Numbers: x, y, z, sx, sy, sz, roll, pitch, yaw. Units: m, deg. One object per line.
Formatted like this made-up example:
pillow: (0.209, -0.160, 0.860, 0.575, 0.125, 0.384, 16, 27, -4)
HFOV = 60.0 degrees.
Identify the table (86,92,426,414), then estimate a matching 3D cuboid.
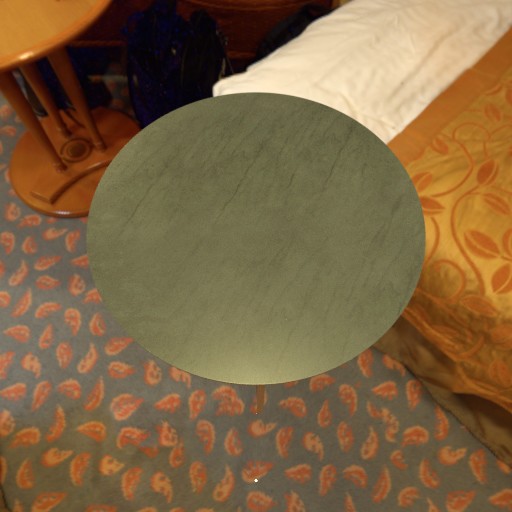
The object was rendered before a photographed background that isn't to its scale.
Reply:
table: (0.000, 0.000, 1.261, 0.800, 0.450, 0.800, 0, 63, 0)
